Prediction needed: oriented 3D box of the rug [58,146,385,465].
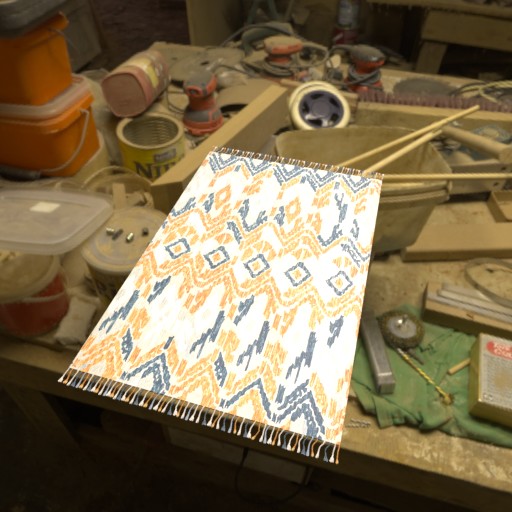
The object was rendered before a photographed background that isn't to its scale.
[{"bbox_3d":[0.000,0.000,3.054,1.533,0.010,2.428,12,47,11],"label":"rug"}]
